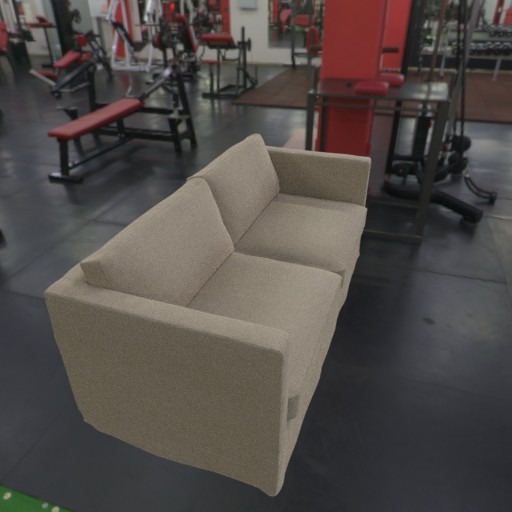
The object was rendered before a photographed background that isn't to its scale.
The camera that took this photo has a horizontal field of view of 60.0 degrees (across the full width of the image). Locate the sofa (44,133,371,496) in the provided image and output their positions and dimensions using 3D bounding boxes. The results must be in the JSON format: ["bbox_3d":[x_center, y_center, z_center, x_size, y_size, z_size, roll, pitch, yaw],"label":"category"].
[{"bbox_3d":[0.000,0.000,2.393,0.956,0.847,1.987,11,32,17],"label":"sofa"}]
